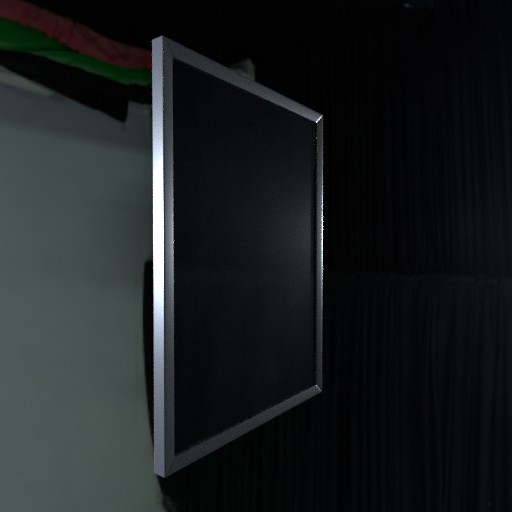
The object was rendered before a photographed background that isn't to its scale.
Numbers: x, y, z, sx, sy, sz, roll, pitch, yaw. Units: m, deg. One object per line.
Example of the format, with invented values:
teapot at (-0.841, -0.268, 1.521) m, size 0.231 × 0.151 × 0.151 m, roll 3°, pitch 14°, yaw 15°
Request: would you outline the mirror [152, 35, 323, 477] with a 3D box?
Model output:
mirror at (0.000, 0.000, 1.334) m, size 0.040 × 1.016 × 0.762 m, roll 1°, pitch 2°, yaw 37°
